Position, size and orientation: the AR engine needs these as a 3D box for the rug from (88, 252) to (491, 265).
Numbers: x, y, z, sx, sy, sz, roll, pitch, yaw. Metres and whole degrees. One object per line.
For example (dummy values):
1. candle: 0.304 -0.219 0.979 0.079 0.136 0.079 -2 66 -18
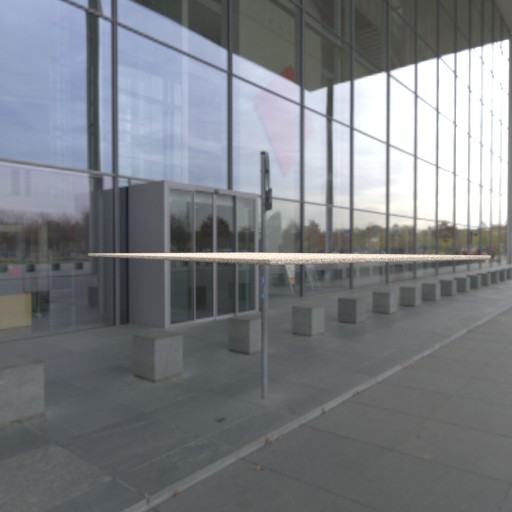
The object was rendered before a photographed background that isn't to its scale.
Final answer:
1. rug: 0.000 0.000 3.434 1.800 0.025 2.699 -1 1 -36
